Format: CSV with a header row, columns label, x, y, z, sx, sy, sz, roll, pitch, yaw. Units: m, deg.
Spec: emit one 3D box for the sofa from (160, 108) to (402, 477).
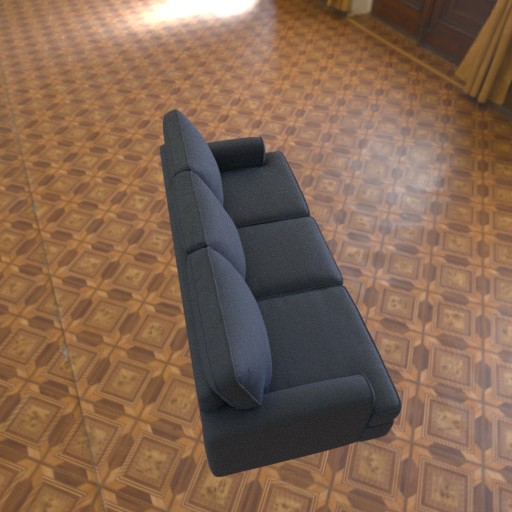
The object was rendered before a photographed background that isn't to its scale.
label,x,y,z,sx,sy,sz,roll,pitch,yaw
sofa,0.000,0.000,2.667,0.951,0.965,2.158,-10,48,-9
